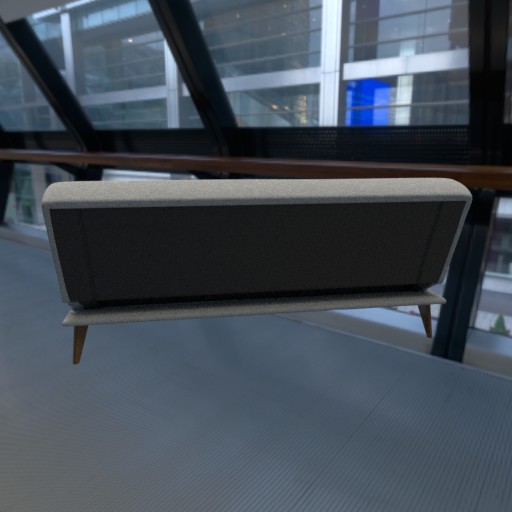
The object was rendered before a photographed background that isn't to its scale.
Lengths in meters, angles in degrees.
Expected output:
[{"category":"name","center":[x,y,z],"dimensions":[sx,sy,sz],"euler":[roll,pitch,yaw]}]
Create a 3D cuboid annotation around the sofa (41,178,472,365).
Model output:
[{"category":"sofa","center":[0.000,0.000,2.270],"dimensions":[1.800,0.810,0.860],"euler":[-2,13,-9]}]
